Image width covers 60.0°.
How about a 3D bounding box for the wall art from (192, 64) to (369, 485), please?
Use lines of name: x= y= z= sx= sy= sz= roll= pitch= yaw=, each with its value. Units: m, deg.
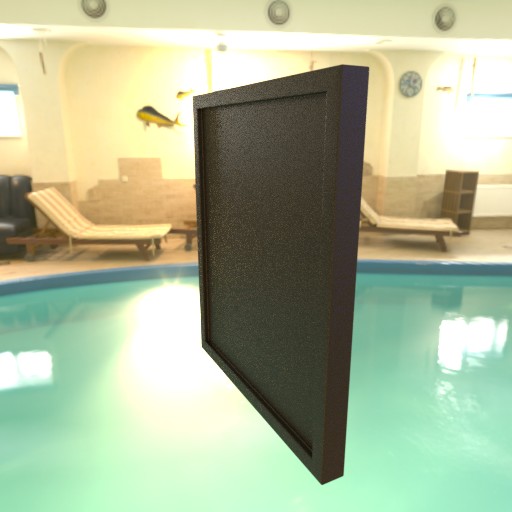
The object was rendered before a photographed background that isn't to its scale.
wall art: x=0.000 y=0.000 z=0.527 sx=0.028 sy=0.381 sz=0.328 roll=-8 pitch=17 yaw=-27
